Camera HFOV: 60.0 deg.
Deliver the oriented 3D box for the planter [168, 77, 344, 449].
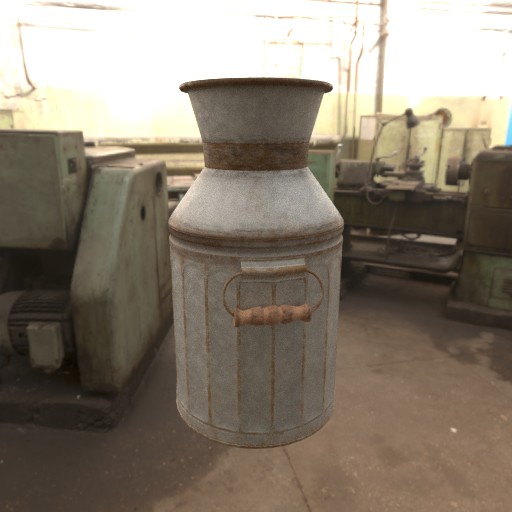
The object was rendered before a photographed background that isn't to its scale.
[{"bbox_3d":[0.000,0.000,0.549,0.214,0.396,0.245,-3,16,-10],"label":"planter"}]
